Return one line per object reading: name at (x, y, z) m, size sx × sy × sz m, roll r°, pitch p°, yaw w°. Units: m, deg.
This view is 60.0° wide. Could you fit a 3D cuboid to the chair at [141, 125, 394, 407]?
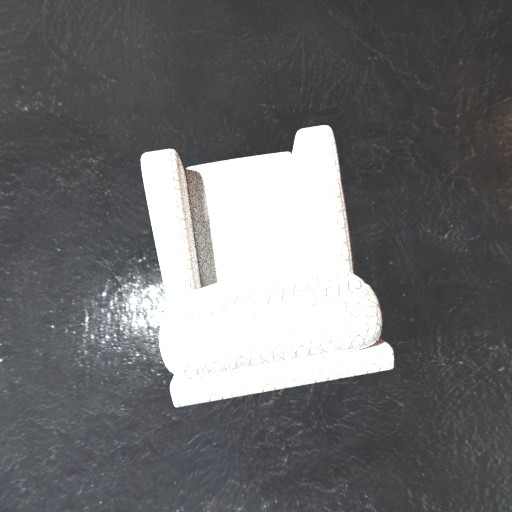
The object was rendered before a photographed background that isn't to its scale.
chair at (0.000, 0.000, 1.773) m, size 0.796 × 1.064 × 0.995 m, roll -9°, pitch 76°, yaw -2°
